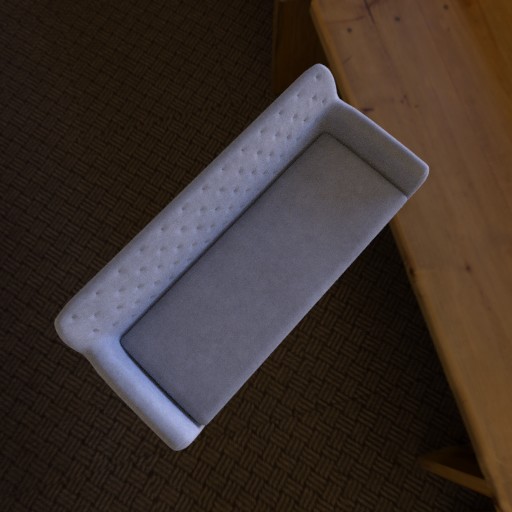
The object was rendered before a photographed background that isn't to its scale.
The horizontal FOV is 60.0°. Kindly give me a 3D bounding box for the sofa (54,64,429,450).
[{"bbox_3d":[0.000,0.000,2.450,0.830,0.830,1.970,42,80,9],"label":"sofa"}]
